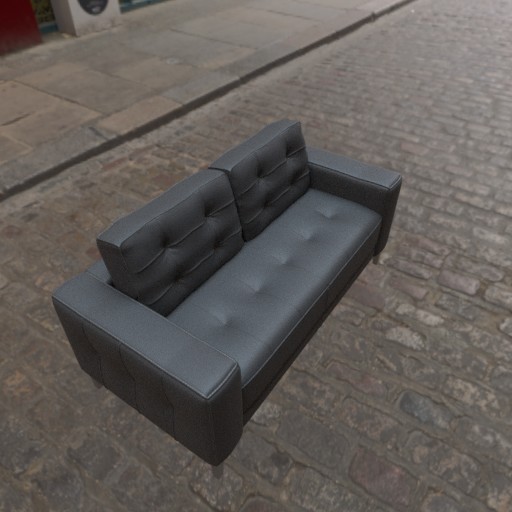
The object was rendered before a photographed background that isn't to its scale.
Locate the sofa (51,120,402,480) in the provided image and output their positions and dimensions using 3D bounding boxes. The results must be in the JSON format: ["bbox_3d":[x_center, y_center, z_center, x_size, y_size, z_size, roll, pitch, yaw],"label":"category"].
[{"bbox_3d":[0.000,0.000,2.211,0.833,0.893,1.726,24,46,26],"label":"sofa"}]
